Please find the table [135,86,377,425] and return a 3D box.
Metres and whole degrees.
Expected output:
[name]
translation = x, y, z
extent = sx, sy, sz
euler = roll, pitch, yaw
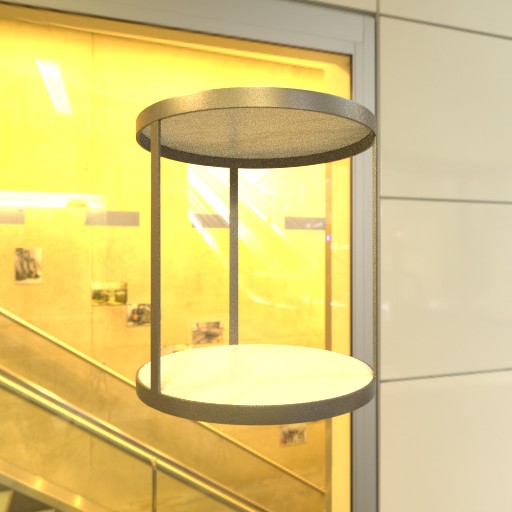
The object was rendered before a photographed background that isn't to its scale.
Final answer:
[table]
translation = 0.000, 0.000, 0.847
extent = 0.445, 0.479, 0.445
euler = 0, 0, 0
